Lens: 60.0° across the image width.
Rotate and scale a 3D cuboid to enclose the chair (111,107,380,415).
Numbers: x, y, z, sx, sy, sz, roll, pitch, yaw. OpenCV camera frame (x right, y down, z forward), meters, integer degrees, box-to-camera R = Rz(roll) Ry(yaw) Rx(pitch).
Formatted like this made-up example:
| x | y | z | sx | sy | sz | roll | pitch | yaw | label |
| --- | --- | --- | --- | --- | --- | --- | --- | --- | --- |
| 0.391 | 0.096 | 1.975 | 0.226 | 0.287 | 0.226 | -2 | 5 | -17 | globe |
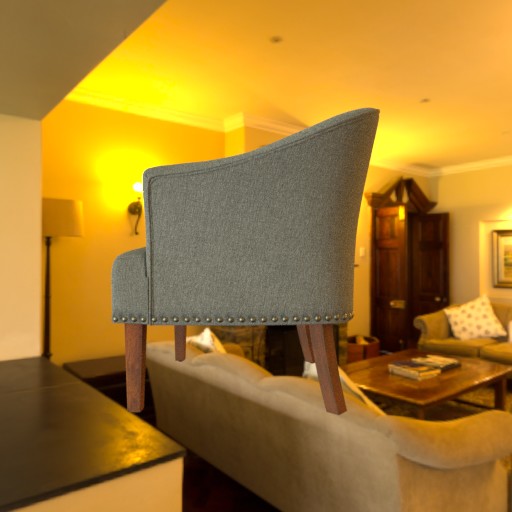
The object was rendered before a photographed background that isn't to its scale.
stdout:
| x | y | z | sx | sy | sz | roll | pitch | yaw | label |
| --- | --- | --- | --- | --- | --- | --- | --- | --- | --- |
| 0.000 | 0.000 | 1.417 | 0.704 | 0.815 | 0.798 | 0 | -1 | 2 | chair |
